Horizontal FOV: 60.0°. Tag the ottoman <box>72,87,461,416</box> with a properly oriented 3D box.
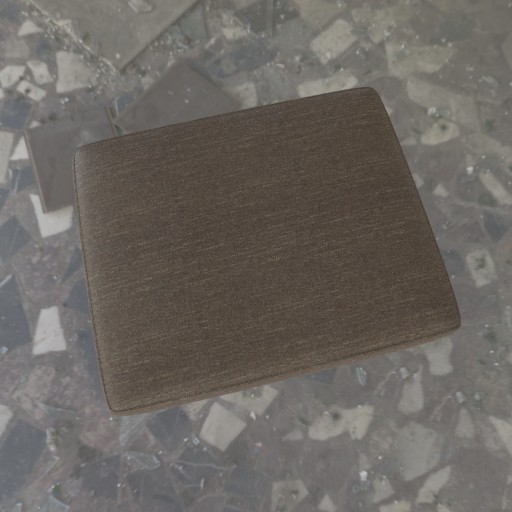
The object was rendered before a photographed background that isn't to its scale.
[{"bbox_3d":[0.000,0.000,1.216,0.820,0.490,0.671,-13,74,-4],"label":"ottoman"}]
